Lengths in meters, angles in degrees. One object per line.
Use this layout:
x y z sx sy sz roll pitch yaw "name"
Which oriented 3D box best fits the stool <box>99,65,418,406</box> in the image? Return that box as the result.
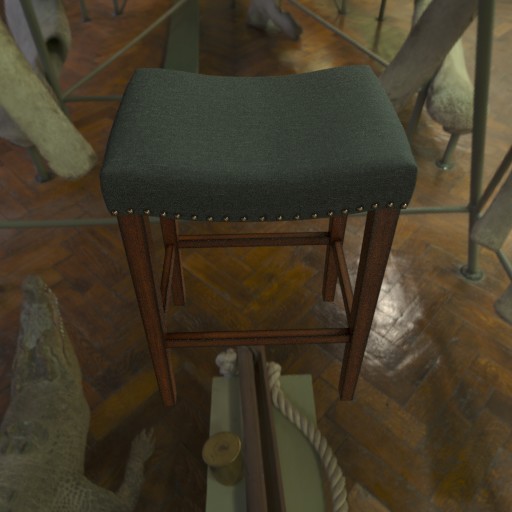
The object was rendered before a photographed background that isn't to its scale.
0.000 0.000 1.021 0.502 0.760 0.366 -1 47 -1 "stool"
